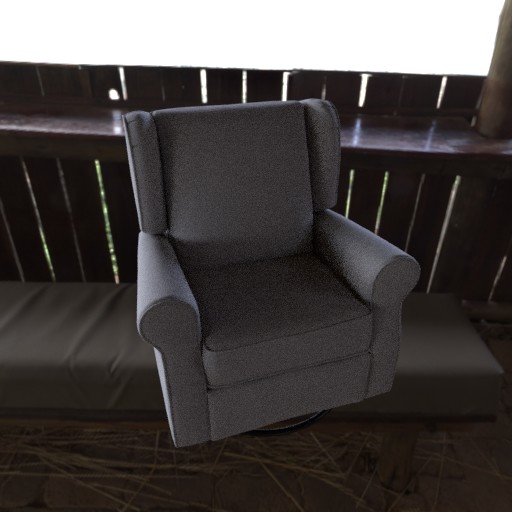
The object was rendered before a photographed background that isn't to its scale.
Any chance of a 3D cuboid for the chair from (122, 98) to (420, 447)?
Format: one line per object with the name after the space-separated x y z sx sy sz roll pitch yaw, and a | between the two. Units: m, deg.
0.000 0.000 1.651 0.906 0.966 0.854 -9 32 -15 | chair
